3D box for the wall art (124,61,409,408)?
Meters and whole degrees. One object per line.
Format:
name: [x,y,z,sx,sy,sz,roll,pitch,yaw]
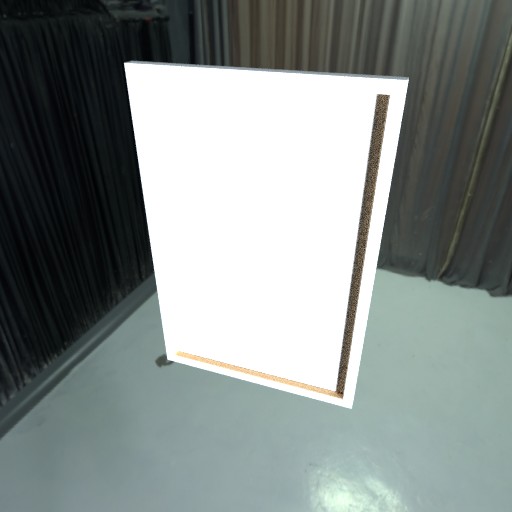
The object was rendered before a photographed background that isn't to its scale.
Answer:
wall art: [0.000,0.000,1.160,0.607,0.912,0.038,10,34,16]
